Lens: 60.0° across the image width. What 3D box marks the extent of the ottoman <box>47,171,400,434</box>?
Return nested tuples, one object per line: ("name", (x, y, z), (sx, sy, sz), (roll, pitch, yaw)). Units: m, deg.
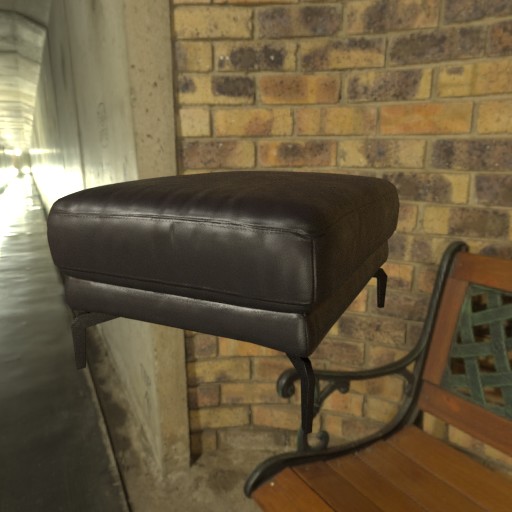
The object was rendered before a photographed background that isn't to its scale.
("ottoman", (0.000, 0.000, 1.080), (0.570, 0.402, 0.764), (6, 15, 25))
